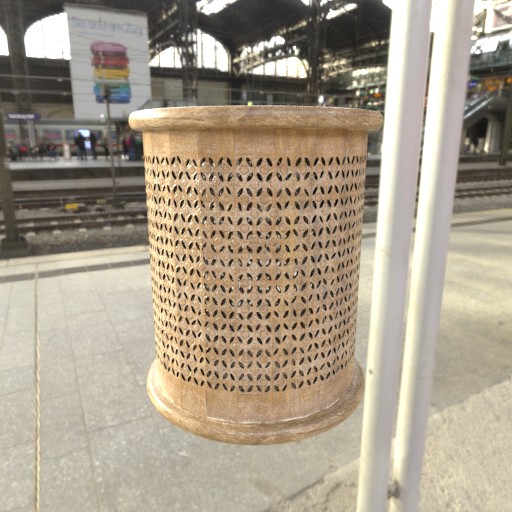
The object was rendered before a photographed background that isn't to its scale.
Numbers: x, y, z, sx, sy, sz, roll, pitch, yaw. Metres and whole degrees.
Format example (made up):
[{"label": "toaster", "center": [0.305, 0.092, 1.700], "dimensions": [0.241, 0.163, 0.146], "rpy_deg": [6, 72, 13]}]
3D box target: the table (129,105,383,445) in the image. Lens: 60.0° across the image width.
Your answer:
[{"label": "table", "center": [0.000, 0.000, 0.792], "dimensions": [0.407, 0.482, 0.407], "rpy_deg": [0, 15, 0]}]
